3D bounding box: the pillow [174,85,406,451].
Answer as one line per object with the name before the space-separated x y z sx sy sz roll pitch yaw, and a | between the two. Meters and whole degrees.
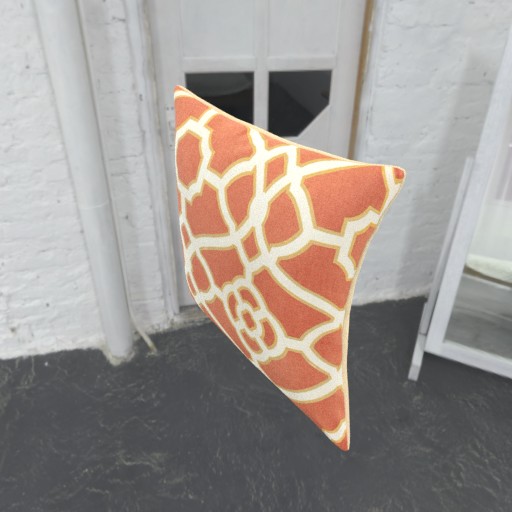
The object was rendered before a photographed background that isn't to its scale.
pillow | 0.000 0.000 0.812 0.166 0.508 0.552 -21 38 -29
